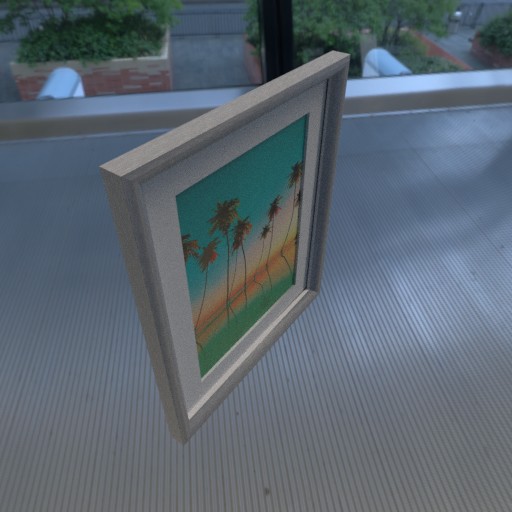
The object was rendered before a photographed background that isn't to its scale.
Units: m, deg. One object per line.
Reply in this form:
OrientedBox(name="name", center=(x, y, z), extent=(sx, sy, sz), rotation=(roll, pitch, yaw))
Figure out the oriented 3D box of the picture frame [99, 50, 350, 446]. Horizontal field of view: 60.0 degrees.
OrientedBox(name="picture frame", center=(0.000, 0.000, 0.524), extent=(0.027, 0.378, 0.327), rotation=(26, 47, 27))
